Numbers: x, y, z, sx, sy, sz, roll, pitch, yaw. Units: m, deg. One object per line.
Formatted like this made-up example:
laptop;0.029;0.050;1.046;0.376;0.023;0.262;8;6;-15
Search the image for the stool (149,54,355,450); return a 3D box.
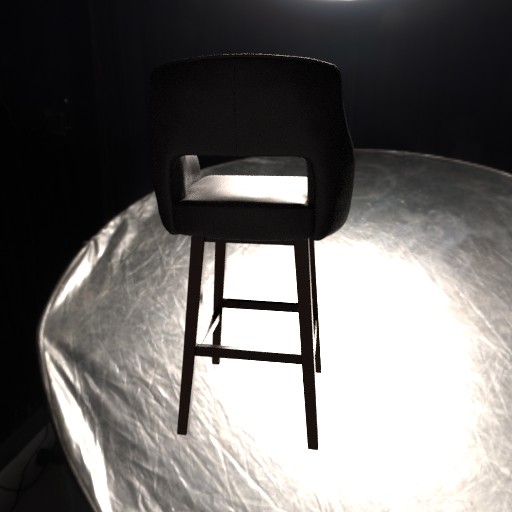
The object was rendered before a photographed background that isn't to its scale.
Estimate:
stool;0.000;0.000;1.331;0.550;1.041;0.560;3;17;9
